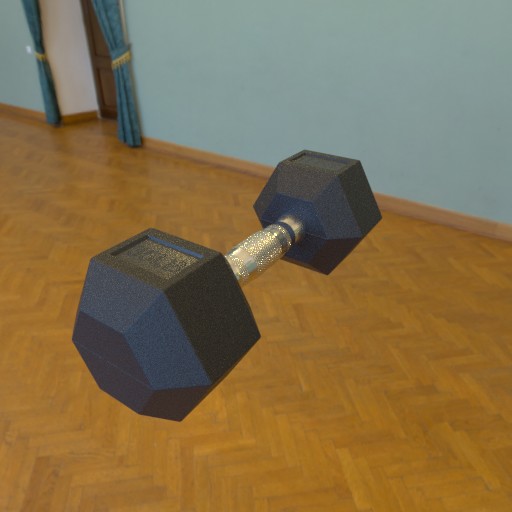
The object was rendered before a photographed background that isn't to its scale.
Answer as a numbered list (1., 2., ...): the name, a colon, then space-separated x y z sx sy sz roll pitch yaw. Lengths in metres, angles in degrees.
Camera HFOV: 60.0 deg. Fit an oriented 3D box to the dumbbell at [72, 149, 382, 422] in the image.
1. dumbbell: 0.000 0.000 0.433 0.141 0.123 0.356 19 36 29
